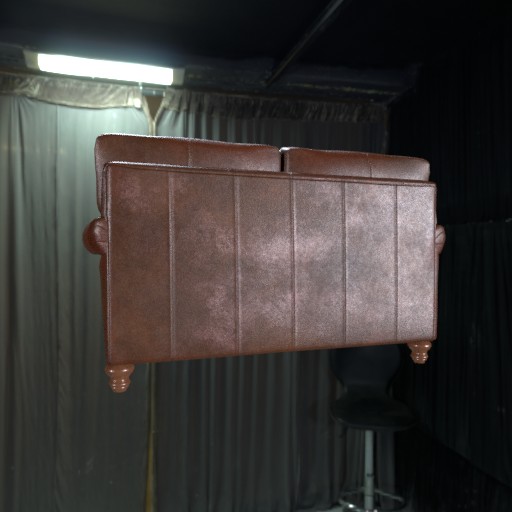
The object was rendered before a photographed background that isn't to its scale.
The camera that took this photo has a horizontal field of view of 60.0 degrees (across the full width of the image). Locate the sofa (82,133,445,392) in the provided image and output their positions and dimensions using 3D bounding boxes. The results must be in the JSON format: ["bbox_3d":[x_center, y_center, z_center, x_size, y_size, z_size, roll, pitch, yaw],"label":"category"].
[{"bbox_3d":[0.000,0.000,2.236,1.616,0.976,0.990,0,1,-18],"label":"sofa"}]
